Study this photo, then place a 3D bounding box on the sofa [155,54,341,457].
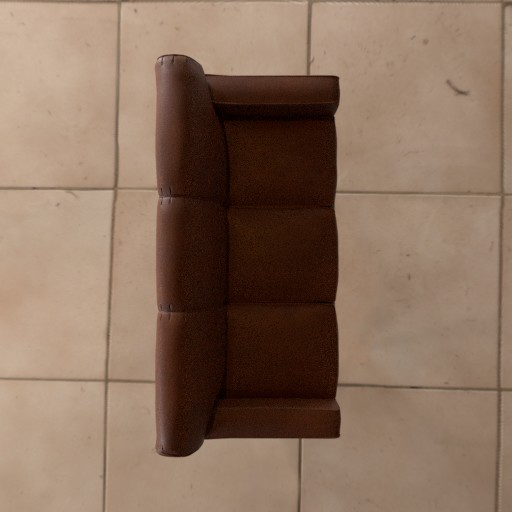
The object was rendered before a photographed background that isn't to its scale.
[{"bbox_3d":[0.000,0.000,2.606,1.008,0.953,2.039,0,89,1],"label":"sofa"}]
